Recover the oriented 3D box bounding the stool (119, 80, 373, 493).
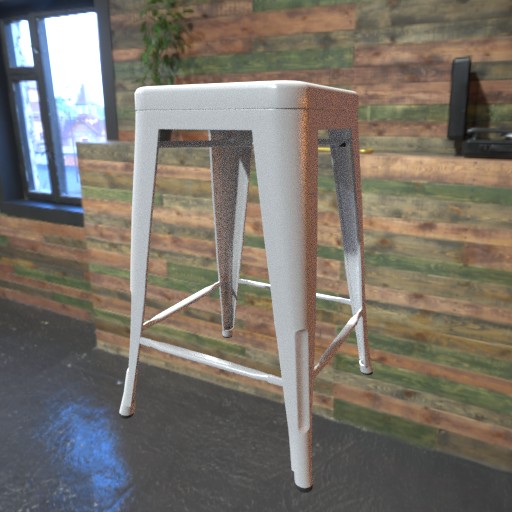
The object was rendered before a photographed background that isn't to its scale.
[{"bbox_3d":[0.000,0.000,0.863,0.406,0.610,0.406,9,19,27],"label":"stool"}]
